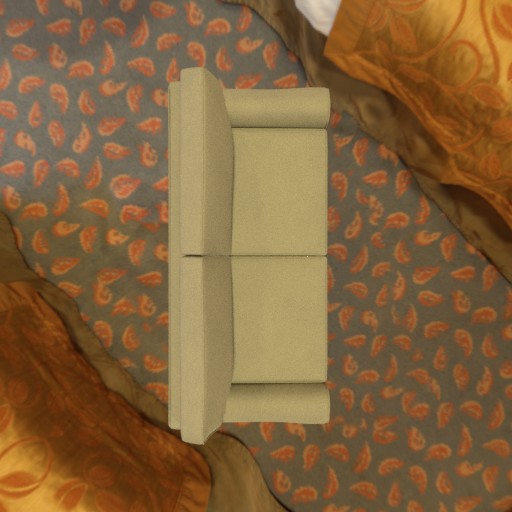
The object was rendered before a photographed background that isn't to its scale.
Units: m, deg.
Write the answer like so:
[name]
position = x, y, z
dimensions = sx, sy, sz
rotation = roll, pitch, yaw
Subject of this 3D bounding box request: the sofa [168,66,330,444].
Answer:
[sofa]
position = 0.000, 0.000, 2.423
dimensions = 0.841, 1.024, 1.823
rotation = 0, 90, -1
